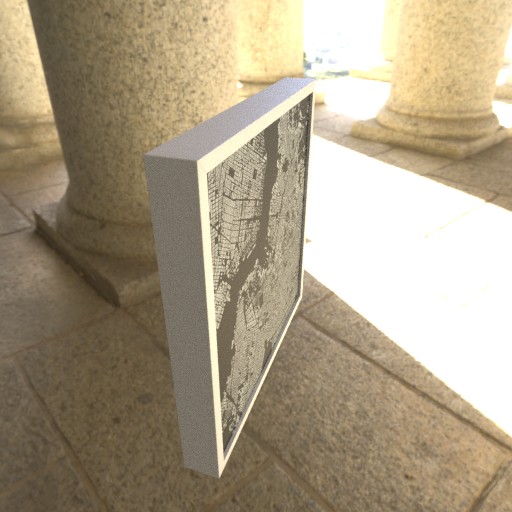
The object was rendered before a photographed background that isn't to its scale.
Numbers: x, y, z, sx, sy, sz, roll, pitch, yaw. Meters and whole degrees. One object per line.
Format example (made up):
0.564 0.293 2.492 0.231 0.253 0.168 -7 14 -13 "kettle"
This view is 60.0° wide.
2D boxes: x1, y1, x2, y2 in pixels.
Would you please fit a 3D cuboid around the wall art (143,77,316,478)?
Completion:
0.000 0.000 0.464 0.037 0.305 0.305 10 32 17 "wall art"
